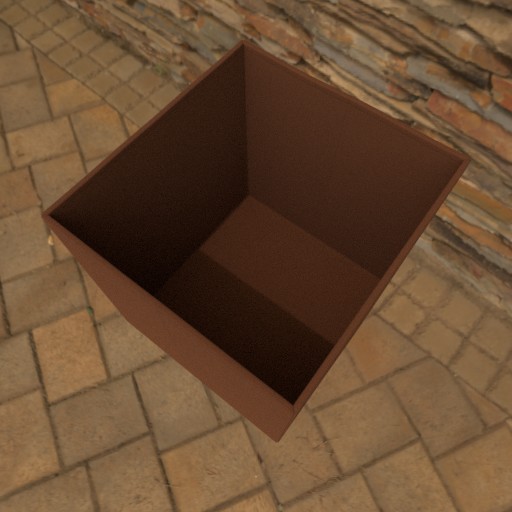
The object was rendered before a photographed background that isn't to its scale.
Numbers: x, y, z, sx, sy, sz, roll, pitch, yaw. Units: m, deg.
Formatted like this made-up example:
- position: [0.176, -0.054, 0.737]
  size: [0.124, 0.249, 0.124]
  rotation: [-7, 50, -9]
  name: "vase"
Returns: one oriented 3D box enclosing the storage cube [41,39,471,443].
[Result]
- position: [0.000, 0.000, 0.495]
  size: [0.270, 0.280, 0.270]
  rotation: [34, 68, 16]
  name: "storage cube"
